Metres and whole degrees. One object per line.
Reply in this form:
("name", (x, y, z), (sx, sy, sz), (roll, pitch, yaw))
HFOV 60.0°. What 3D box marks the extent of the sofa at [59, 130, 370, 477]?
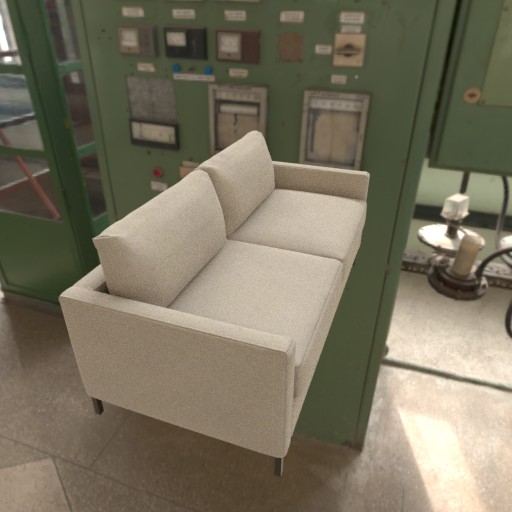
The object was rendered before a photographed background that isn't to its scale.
("sofa", (0.000, 0.000, 2.179), (0.875, 0.840, 1.682), (11, 32, 18))
